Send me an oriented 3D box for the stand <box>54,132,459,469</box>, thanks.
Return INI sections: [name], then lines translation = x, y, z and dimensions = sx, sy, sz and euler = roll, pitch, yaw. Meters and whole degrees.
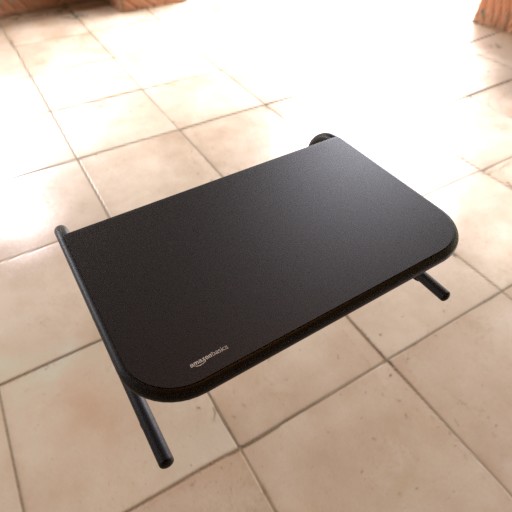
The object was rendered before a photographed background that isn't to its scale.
[stand]
translation = 0.000, 0.000, 0.504
dimensions = 0.370, 0.108, 0.280
euler = -24, 51, -21
